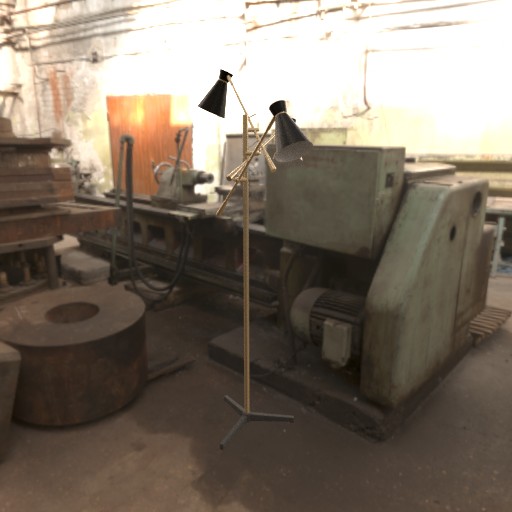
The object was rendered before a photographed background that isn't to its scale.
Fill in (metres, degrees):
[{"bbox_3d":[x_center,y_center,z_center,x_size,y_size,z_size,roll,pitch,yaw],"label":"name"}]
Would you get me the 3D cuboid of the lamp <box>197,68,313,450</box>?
[{"bbox_3d":[0.000,0.000,2.207,0.750,1.804,0.653,8,16,28],"label":"lamp"}]
